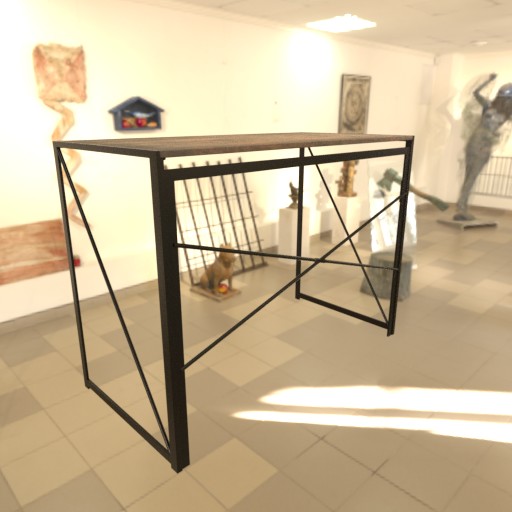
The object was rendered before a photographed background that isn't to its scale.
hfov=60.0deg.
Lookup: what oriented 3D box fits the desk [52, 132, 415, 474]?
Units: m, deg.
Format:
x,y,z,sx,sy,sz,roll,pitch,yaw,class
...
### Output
x,y,z,sx,sy,sz,roll,pitch,yaw,class
0.000,0.000,1.450,1.015,0.747,0.505,-16,24,-42,desk
